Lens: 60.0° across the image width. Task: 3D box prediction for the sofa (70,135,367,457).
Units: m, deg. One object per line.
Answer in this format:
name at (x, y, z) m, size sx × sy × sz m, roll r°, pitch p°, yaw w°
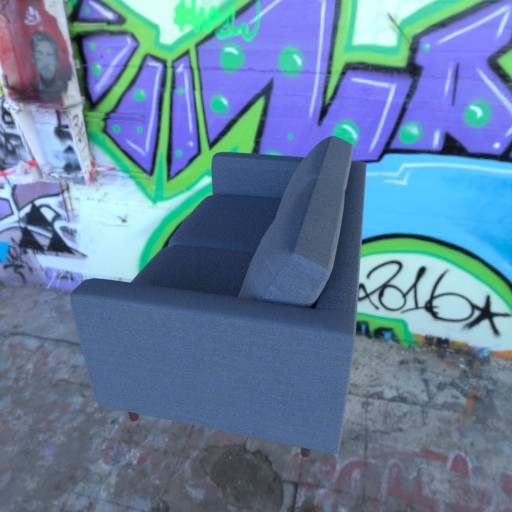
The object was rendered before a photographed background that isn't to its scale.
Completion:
sofa at (0.000, 0.000, 2.229) m, size 0.999 × 0.907 × 1.659 m, roll 7°, pitch 31°, yaw 12°
